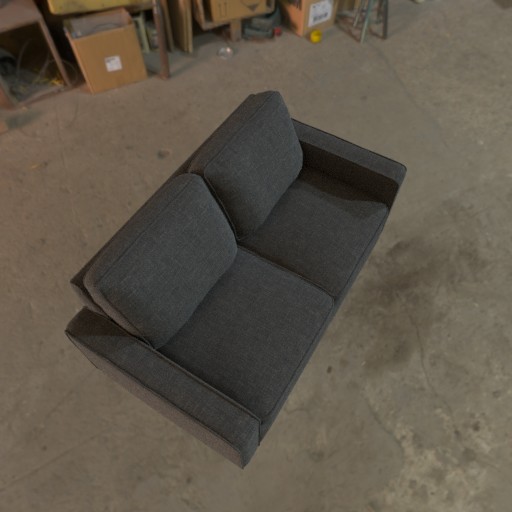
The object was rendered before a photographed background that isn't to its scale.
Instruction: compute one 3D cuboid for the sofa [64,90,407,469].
[{"bbox_3d":[0.000,0.000,2.275,0.947,0.918,1.709,28,62,16],"label":"sofa"}]
